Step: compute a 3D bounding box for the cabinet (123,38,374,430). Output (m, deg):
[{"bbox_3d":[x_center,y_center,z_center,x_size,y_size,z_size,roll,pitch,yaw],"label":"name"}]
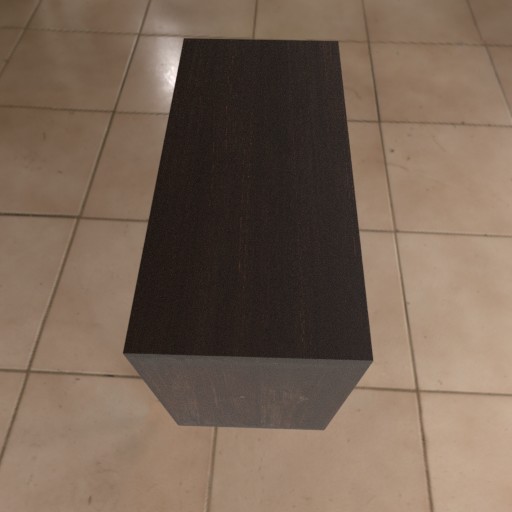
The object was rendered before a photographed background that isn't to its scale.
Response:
[{"bbox_3d":[0.000,0.000,1.408,0.451,0.860,0.950,2,59,1],"label":"cabinet"}]
